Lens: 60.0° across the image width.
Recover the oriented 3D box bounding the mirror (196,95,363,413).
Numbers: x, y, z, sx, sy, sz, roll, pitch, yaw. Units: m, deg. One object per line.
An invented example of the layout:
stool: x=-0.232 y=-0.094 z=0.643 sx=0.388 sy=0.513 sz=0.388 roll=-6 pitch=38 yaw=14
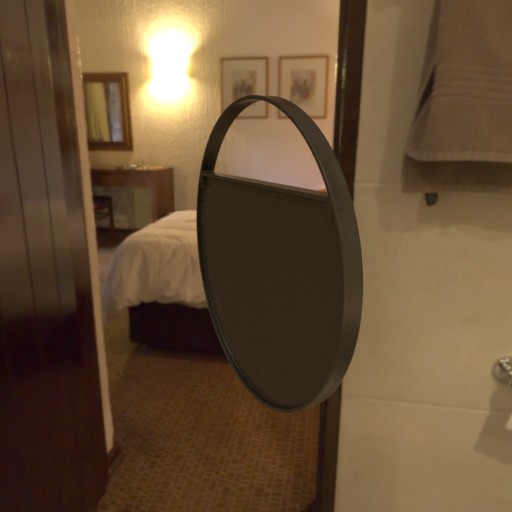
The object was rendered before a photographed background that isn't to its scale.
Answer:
mirror: x=0.000 y=0.000 z=0.829 sx=0.032 sy=0.565 sz=0.565 roll=-8 pitch=17 yaw=-26
